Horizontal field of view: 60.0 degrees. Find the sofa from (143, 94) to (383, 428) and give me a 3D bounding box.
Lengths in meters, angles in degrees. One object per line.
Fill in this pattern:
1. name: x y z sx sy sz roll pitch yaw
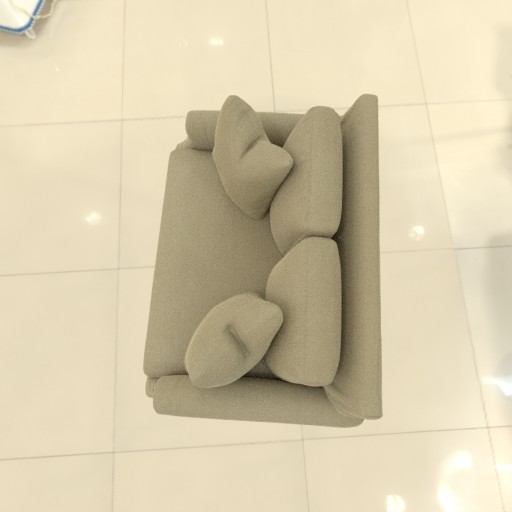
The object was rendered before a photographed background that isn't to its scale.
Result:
1. sofa: 0.000 0.000 2.217 1.070 0.905 1.550 3 74 1
